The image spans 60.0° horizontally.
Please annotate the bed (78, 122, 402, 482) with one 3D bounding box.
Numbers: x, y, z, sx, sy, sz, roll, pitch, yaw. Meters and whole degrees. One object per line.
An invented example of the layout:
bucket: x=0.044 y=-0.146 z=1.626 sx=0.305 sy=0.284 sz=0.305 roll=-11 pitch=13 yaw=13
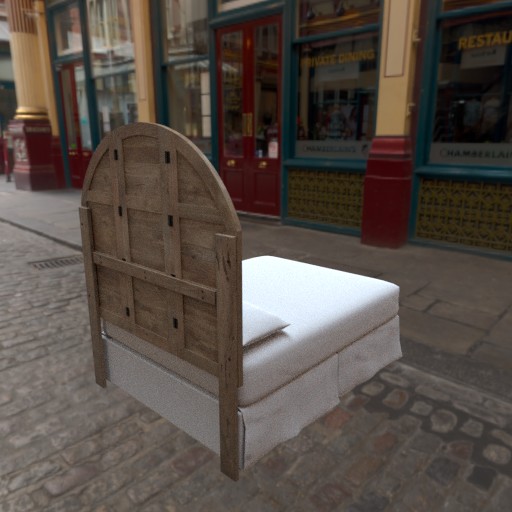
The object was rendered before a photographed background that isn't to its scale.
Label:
bed: x=0.000 y=0.000 z=3.575 sx=1.713 sy=2.002 sz=2.112 roll=13 pitch=19 yaw=41
